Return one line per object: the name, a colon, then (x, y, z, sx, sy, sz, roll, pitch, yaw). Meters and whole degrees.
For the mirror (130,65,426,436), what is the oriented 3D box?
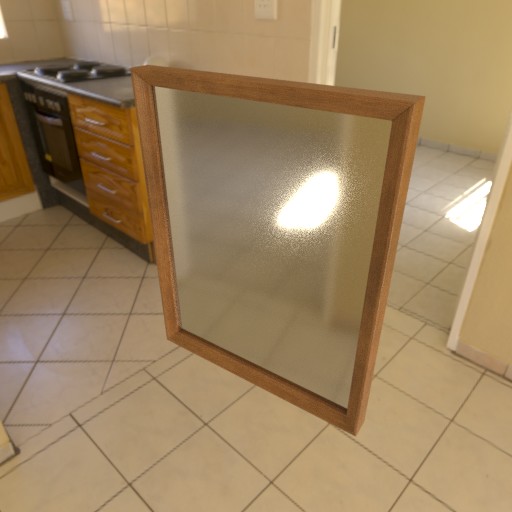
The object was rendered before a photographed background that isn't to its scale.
mirror: (0.000, 0.000, 0.678, 0.406, 0.509, 0.041, 19, 36, 29)
